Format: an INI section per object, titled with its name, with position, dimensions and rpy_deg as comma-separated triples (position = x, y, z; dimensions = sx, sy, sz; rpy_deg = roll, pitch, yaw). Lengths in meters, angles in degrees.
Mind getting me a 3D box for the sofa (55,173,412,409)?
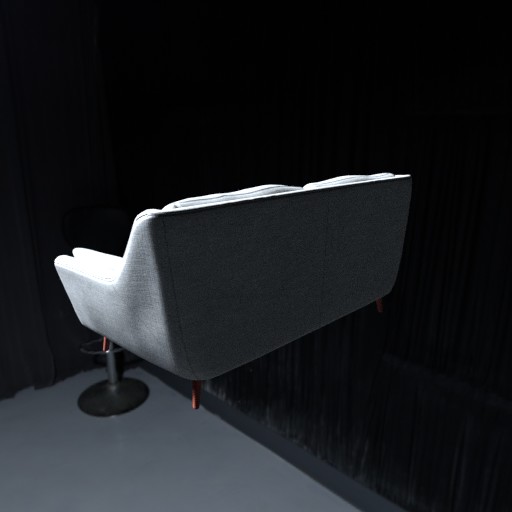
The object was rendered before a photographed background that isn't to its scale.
[sofa]
position = 0.000, 0.000, 2.524
dimensions = 1.930, 0.897, 0.976
rpy_deg = -15, 22, -42
